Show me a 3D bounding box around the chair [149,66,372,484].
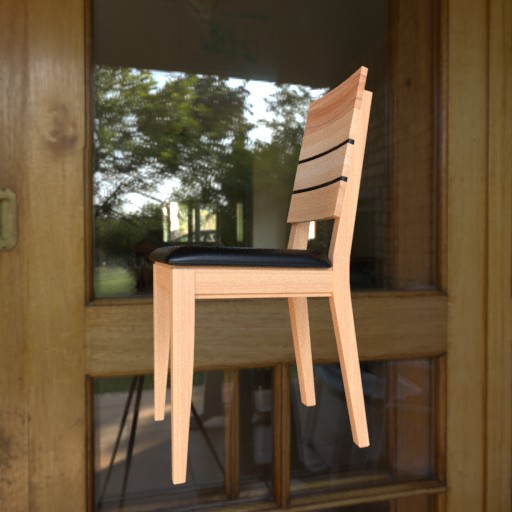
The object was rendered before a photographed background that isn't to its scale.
[{"bbox_3d":[0.000,0.000,1.169,0.520,0.940,0.410,0,1,-19],"label":"chair"}]
